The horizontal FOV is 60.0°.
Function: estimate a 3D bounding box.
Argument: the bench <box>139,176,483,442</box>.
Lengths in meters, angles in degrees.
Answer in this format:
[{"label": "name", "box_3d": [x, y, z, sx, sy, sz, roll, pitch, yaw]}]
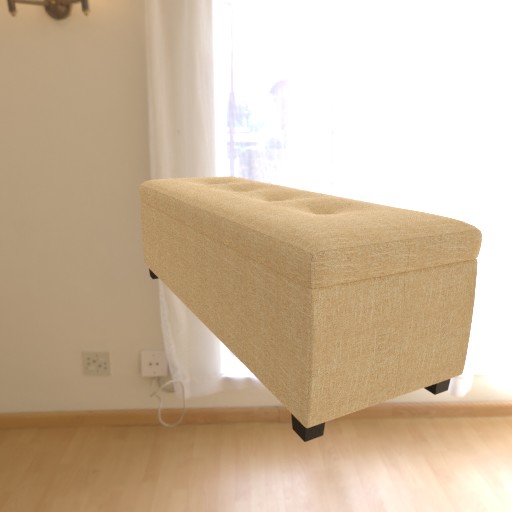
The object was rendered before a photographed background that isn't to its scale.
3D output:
[{"label": "bench", "box_3d": [0.000, 0.000, 1.370, 0.432, 0.406, 1.219, -8, 17, -26]}]
